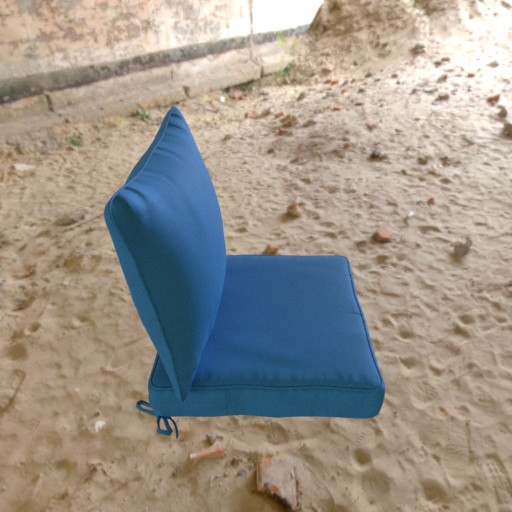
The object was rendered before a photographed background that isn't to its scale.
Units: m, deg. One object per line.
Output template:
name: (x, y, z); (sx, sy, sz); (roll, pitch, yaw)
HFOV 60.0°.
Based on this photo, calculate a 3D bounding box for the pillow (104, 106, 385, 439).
pillow: (0.000, 0.000, 1.366); (0.733, 0.725, 0.798); (0, 33, 1)
